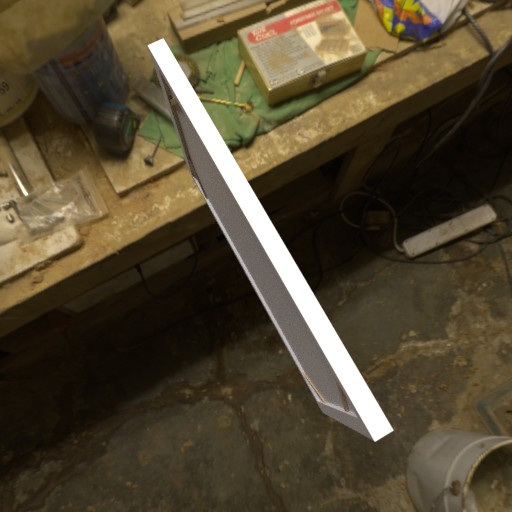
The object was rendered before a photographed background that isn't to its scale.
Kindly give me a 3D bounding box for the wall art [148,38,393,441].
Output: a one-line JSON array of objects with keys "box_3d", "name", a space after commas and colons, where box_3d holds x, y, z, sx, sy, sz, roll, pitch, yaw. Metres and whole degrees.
[{"box_3d": [0.000, 0.000, 1.155, 0.038, 0.609, 0.914, -28, 77, -7], "name": "wall art"}]
